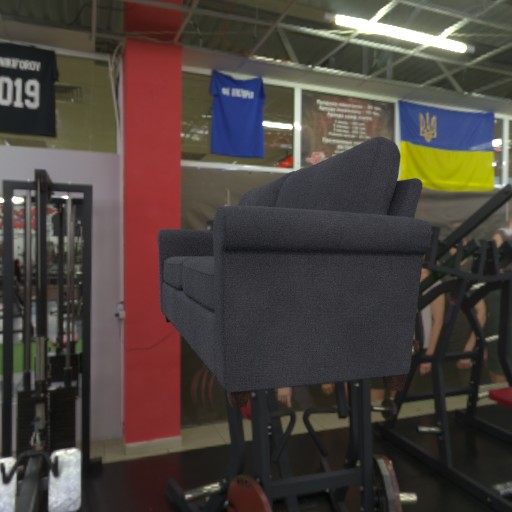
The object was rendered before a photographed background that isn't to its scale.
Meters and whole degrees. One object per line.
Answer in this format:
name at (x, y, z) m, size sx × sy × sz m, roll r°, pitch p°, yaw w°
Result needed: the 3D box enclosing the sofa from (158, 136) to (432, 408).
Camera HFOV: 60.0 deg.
sofa at (0.000, 0.000, 2.370) m, size 0.842 × 0.942 × 1.935 m, roll 0°, pitch 1°, yaw -18°
